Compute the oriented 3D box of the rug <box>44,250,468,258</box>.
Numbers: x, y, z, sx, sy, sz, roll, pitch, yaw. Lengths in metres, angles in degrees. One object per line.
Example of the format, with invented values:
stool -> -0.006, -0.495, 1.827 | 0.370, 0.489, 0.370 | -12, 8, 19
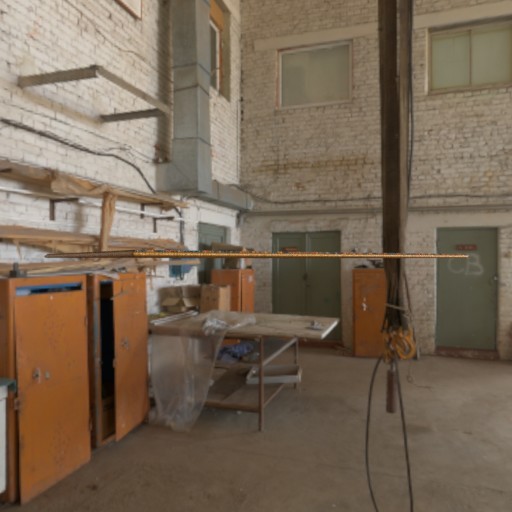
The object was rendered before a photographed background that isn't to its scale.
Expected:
rug -> 0.000, 0.000, 2.833 | 2.204, 0.024, 1.588 | 0, -1, -36
